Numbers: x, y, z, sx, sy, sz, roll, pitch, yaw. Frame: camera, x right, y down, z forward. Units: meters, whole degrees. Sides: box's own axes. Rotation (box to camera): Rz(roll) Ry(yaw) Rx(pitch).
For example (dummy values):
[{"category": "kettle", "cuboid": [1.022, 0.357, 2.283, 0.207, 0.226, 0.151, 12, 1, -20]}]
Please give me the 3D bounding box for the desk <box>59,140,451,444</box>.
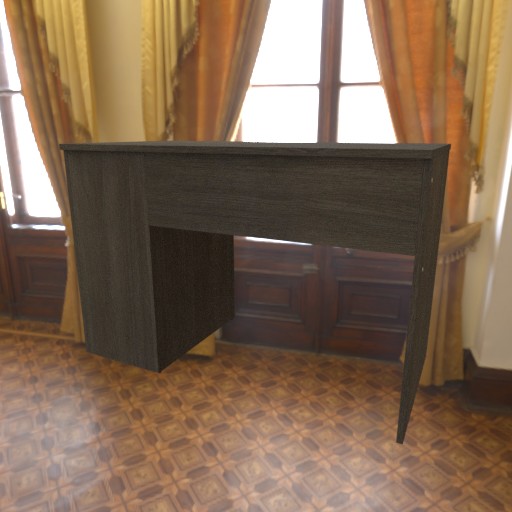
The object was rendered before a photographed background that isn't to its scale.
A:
[{"category": "desk", "cuboid": [0.000, 0.000, 1.486, 1.096, 0.730, 0.560, 8, 17, 25]}]
